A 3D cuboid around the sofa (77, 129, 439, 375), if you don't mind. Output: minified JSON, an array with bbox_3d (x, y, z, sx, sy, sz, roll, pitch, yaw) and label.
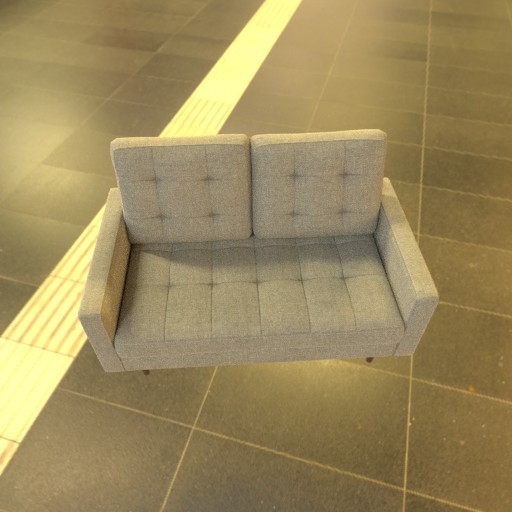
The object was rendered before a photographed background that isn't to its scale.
[{"bbox_3d":[0.000,0.000,2.037,1.407,0.907,0.842,-3,47,-2],"label":"sofa"}]
